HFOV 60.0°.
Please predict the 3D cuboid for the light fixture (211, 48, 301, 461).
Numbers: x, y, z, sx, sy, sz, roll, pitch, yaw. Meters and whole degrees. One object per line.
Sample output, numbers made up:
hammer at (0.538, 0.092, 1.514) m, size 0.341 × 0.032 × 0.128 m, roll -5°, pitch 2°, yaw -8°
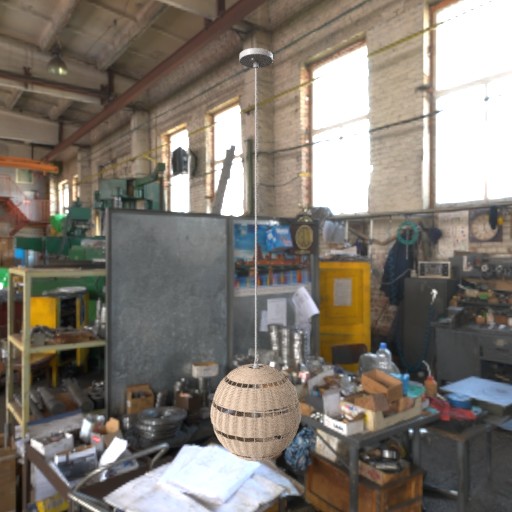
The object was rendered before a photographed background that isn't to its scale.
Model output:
light fixture at (0.000, 0.000, 2.240) m, size 0.457 × 2.019 × 0.457 m, roll 0°, pitch 0°, yaw 19°
